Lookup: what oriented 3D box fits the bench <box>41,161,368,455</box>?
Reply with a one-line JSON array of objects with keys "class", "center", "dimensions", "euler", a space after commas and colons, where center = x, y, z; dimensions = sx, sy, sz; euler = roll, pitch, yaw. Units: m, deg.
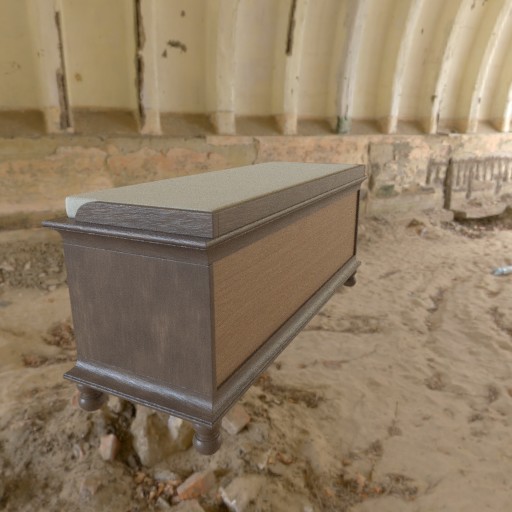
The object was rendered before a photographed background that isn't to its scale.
[{"class": "bench", "center": [0.000, 0.000, 1.395], "dimensions": [0.402, 0.501, 1.185], "euler": [8, 18, 25]}]
